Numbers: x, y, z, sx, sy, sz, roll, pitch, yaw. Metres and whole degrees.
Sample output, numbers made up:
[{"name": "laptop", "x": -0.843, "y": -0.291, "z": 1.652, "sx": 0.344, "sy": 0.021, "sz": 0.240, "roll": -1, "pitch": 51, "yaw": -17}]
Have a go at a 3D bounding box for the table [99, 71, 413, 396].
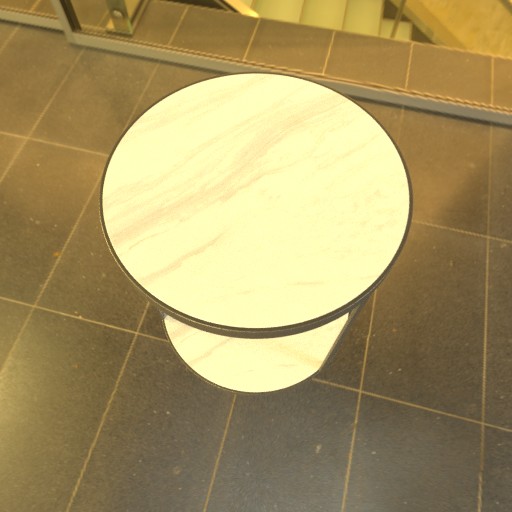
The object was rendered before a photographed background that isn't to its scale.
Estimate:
[{"name": "table", "x": 0.000, "y": 0.000, "z": 0.848, "sx": 0.445, "sy": 0.479, "sz": 0.445, "roll": 0, "pitch": 63, "yaw": 0}]
